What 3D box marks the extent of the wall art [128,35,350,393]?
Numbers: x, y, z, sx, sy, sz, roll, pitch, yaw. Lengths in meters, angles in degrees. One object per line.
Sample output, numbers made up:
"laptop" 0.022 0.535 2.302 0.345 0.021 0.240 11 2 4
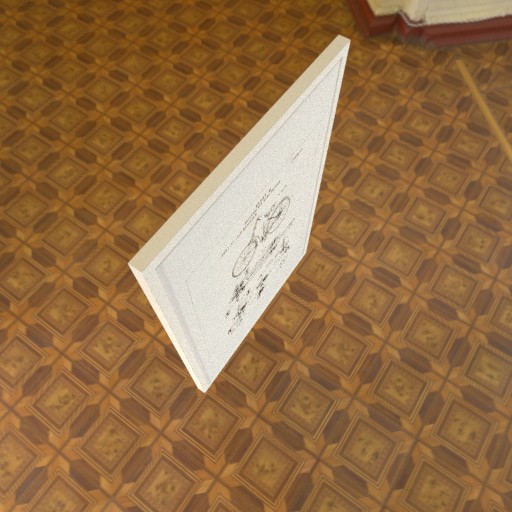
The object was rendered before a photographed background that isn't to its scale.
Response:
"wall art" 0.000 0.000 0.617 0.015 0.477 0.332 31 66 15
